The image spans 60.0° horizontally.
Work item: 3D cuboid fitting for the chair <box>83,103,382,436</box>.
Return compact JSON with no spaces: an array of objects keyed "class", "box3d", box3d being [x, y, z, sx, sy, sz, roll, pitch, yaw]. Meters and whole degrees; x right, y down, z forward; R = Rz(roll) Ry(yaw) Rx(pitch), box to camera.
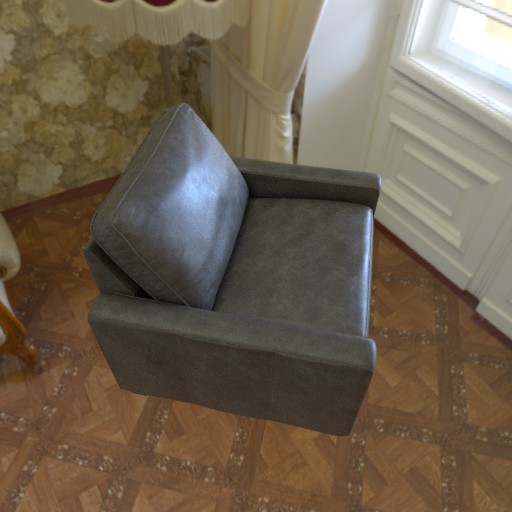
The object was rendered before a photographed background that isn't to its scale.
[{"class":"chair","box3d":[0.000,0.000,1.782,0.939,0.916,1.006,9,48,8]}]
